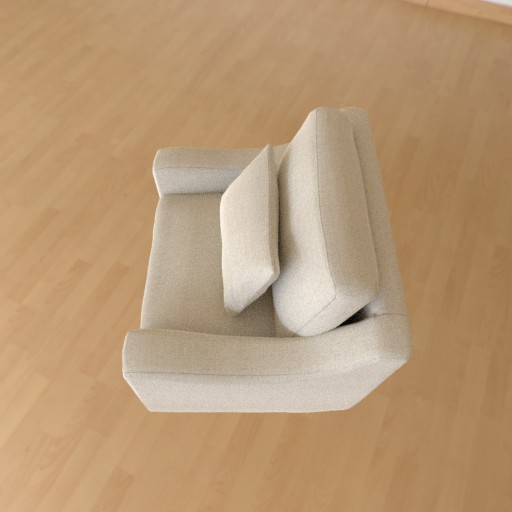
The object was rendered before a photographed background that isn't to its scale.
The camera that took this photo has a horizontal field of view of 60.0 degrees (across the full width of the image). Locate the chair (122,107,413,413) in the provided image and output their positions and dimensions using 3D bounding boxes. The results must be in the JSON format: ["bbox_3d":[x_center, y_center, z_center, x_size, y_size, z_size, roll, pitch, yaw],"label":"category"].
[{"bbox_3d":[0.000,0.000,1.976,1.009,1.016,1.178,0,58,0],"label":"chair"}]
